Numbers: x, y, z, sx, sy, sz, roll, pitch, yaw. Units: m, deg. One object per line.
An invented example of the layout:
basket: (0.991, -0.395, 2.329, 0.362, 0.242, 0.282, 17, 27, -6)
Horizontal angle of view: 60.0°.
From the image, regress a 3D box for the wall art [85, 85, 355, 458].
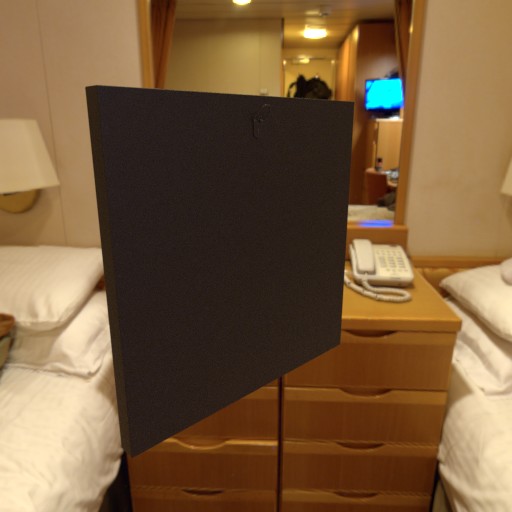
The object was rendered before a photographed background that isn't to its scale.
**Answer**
wall art: (0.000, 0.000, 0.512, 0.349, 0.349, 0.038, -15, 22, -42)
